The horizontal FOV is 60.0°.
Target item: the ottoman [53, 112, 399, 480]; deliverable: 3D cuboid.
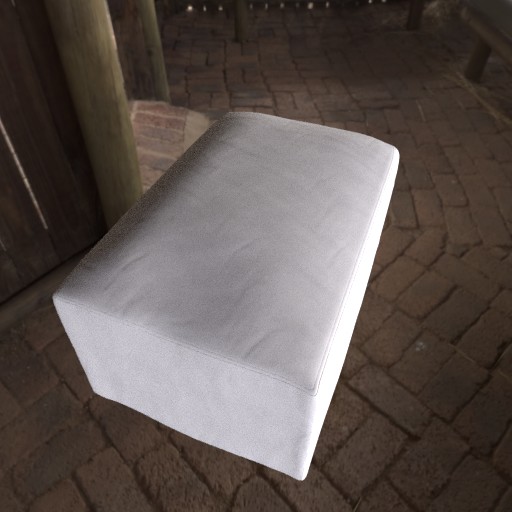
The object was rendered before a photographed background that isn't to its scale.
[{"bbox_3d":[0.000,0.000,1.194,0.590,0.444,0.872,16,47,16],"label":"ottoman"}]
